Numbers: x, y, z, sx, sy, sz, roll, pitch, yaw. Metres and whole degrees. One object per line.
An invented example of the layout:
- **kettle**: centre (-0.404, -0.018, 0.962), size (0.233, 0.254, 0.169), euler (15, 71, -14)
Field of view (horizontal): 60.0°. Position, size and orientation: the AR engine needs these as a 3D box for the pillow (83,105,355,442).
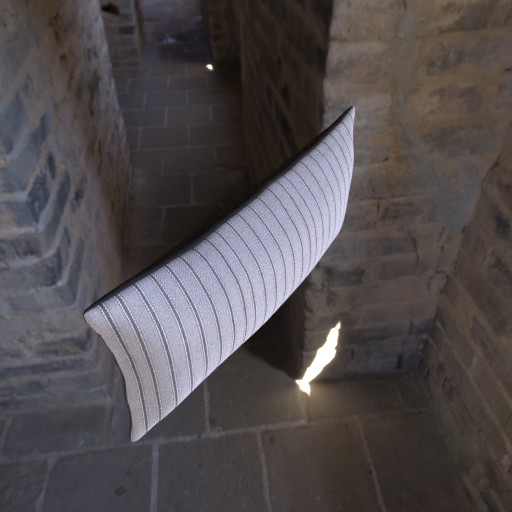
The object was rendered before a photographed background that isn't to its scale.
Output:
- **pillow**: centre (0.000, 0.000, 0.732), size (0.151, 0.305, 0.609), euler (26, 48, 26)
